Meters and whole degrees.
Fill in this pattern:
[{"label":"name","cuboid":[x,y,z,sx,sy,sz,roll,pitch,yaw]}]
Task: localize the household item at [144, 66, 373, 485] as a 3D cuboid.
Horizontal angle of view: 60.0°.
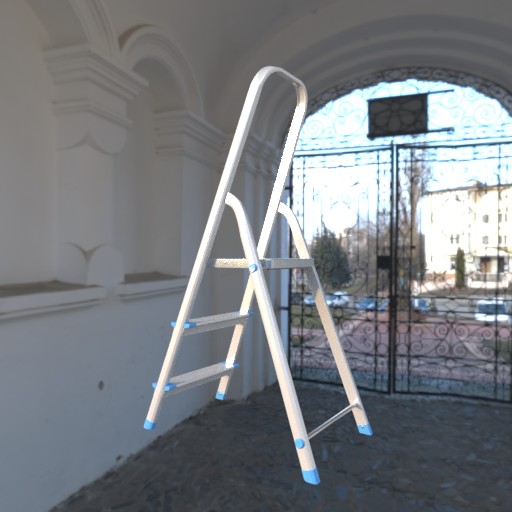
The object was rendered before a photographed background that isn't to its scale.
[{"label":"household item","cuboid":[0.000,0.000,1.542,0.687,1.215,0.420,0,0,35]}]
